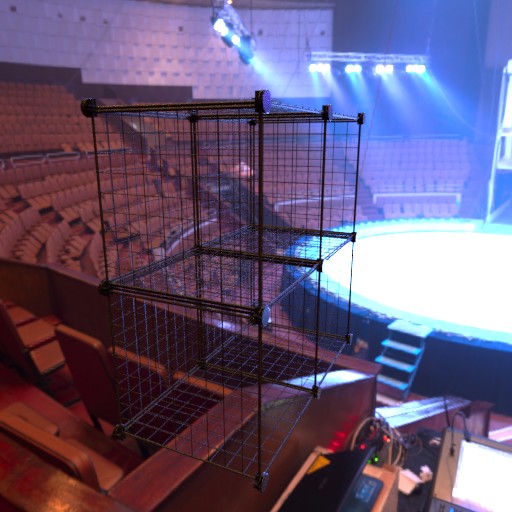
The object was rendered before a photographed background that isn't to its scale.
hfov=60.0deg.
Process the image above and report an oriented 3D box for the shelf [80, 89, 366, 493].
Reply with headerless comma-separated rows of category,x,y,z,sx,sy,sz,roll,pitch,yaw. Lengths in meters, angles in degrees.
shelf,0.000,0.000,1.113,0.356,0.711,0.711,7,16,24
